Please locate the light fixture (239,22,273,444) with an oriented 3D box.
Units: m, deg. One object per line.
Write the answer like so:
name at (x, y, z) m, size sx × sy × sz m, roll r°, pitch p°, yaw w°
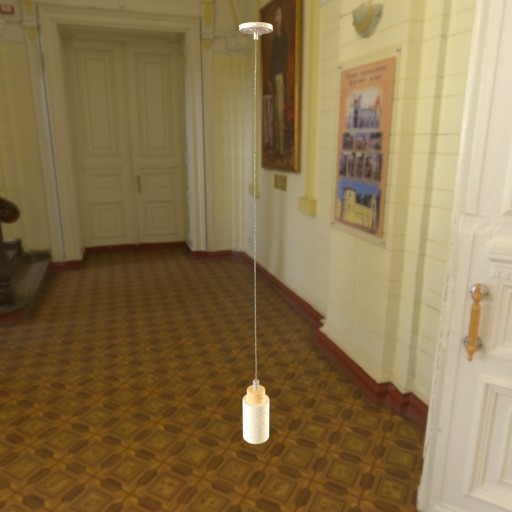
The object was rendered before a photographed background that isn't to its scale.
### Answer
light fixture at (0.000, 0.000, 1.908) m, size 0.125 × 1.798 × 0.125 m, roll 8°, pitch 17°, yaw 26°
